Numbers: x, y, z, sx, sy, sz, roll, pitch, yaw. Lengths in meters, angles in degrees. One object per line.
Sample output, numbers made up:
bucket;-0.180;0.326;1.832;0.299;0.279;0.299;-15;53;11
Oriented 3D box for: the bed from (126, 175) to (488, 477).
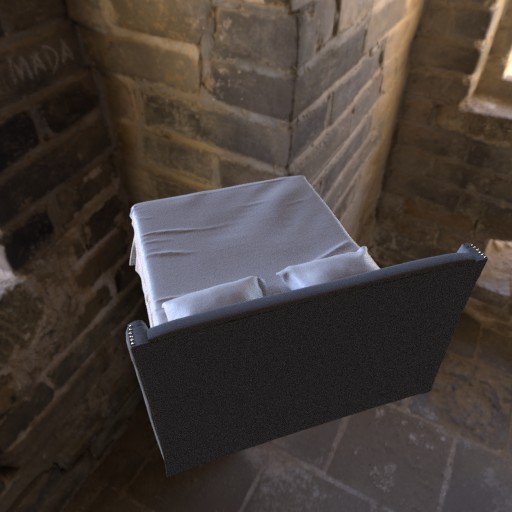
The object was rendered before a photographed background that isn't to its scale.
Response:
bed;0.000;0.000;3.376;1.925;1.332;2.276;-12;42;-14
